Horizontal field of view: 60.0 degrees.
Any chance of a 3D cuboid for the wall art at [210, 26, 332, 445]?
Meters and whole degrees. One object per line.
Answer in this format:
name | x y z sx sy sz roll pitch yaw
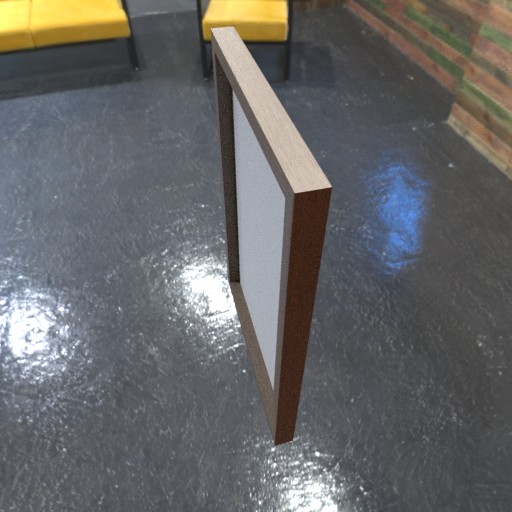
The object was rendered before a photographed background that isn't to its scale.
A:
wall art | 0.000 0.000 0.648 0.032 0.510 0.358 -11 47 -10
